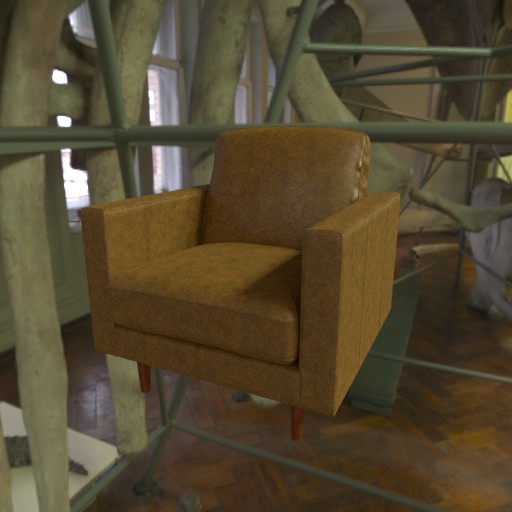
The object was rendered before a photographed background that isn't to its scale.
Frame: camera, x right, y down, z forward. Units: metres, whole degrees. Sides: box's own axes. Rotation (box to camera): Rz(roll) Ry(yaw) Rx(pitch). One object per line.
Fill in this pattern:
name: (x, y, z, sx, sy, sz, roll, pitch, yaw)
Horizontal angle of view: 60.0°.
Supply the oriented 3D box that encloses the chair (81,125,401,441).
chair: (0.000, 0.000, 1.679, 0.890, 0.956, 0.909, 7, 17, 25)
